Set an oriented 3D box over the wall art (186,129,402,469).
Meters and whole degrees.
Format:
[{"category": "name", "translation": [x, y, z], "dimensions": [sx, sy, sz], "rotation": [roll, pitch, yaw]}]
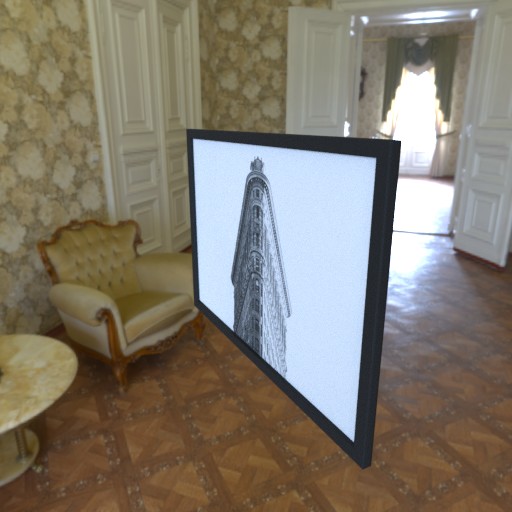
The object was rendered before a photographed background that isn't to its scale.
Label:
[{"category": "wall art", "translation": [0.000, 0.000, 1.228], "dimensions": [0.049, 0.659, 0.964], "rotation": [-9, 19, -26]}]
